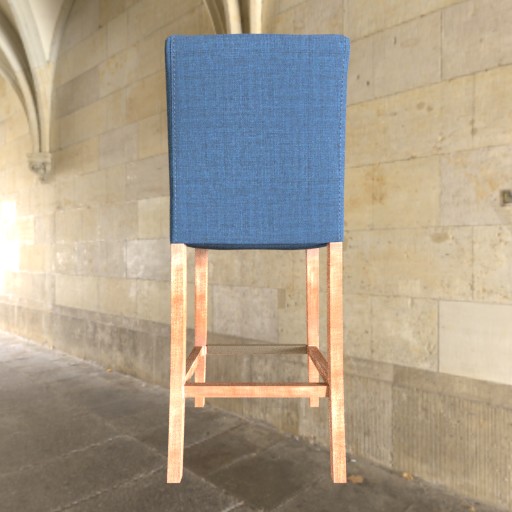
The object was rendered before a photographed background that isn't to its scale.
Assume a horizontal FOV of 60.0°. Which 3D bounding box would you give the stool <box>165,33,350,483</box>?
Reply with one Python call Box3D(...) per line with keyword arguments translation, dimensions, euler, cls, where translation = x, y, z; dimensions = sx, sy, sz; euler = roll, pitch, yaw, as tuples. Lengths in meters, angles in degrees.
Box3D(translation=(0.000, 0.000, 1.288), dimensions=(0.454, 1.039, 0.567), euler=(0, 0, 0), cls="stool")
